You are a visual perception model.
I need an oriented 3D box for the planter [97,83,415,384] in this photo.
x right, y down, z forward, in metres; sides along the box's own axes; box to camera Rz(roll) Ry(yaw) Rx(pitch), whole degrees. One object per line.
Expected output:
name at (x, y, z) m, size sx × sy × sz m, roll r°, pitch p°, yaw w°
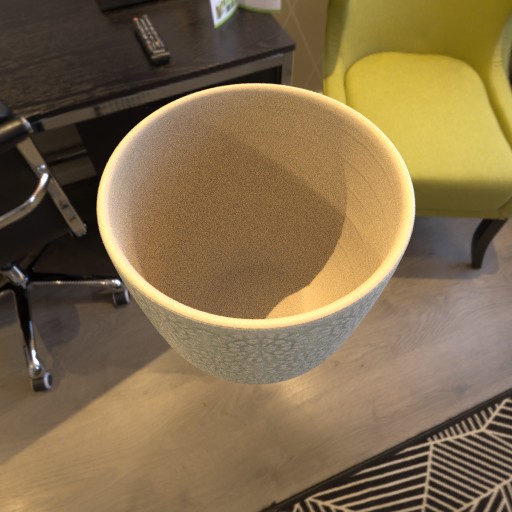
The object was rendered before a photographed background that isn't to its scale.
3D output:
planter at (0.000, 0.000, 0.220) m, size 0.124 × 0.109 × 0.124 m, roll 0°, pitch 58°, yaw 0°
